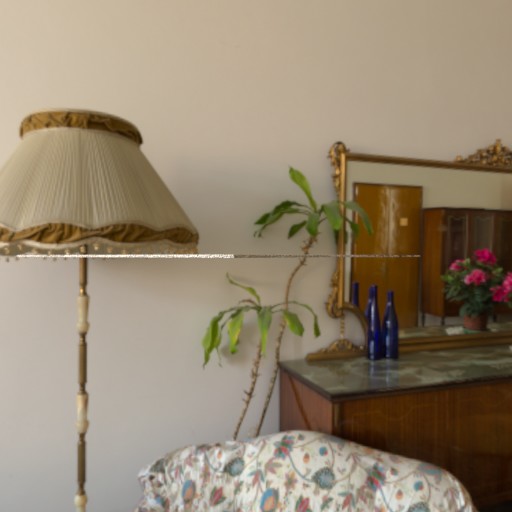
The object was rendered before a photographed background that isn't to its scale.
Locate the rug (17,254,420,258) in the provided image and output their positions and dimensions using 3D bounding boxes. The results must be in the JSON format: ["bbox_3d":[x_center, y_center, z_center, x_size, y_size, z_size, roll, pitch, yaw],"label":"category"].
[{"bbox_3d":[0.000,0.000,4.716,2.393,0.019,3.824,0,0,35],"label":"rug"}]
